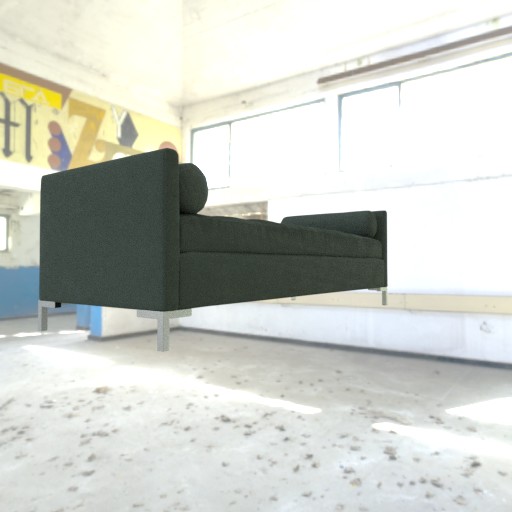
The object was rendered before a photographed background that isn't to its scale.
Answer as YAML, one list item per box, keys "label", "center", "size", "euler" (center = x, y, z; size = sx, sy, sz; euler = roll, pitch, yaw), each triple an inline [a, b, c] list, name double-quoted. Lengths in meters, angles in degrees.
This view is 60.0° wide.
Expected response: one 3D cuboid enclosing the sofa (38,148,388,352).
- label: "sofa"
  center: [0.000, 0.000, 2.482]
  size: [0.797, 0.657, 2.102]
  euler: [-1, -2, 36]
